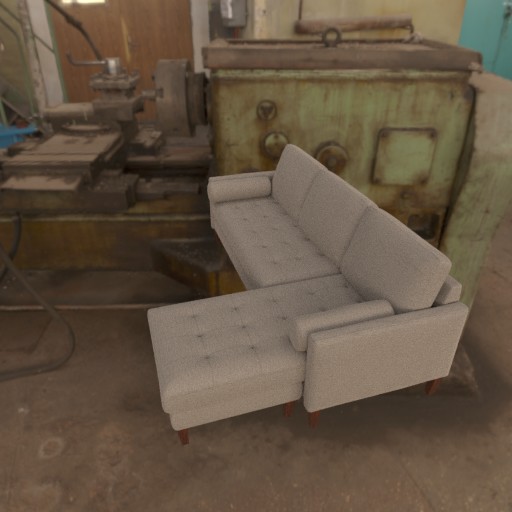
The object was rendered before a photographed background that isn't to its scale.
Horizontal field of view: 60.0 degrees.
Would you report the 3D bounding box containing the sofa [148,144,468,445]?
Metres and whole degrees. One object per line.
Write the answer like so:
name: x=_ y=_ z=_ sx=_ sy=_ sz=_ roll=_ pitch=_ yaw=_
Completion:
sofa: x=0.000 y=0.000 z=2.935 sx=1.506 sy=0.875 sz=2.178 roll=-9 pitch=32 yaw=-15
